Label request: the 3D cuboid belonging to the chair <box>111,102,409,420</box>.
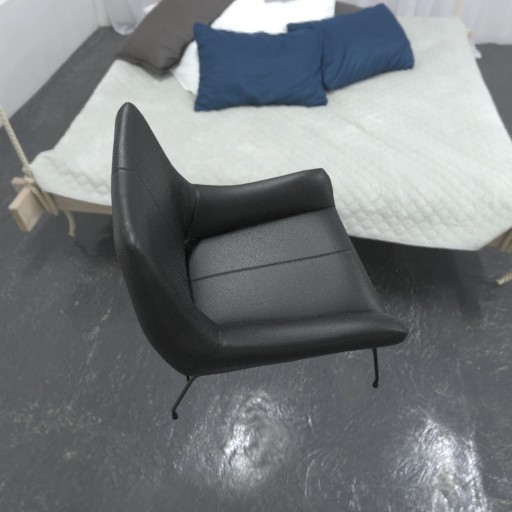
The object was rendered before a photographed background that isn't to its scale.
[{"bbox_3d":[0.000,0.000,1.567,0.826,0.922,0.836,-9,49,-8],"label":"chair"}]
